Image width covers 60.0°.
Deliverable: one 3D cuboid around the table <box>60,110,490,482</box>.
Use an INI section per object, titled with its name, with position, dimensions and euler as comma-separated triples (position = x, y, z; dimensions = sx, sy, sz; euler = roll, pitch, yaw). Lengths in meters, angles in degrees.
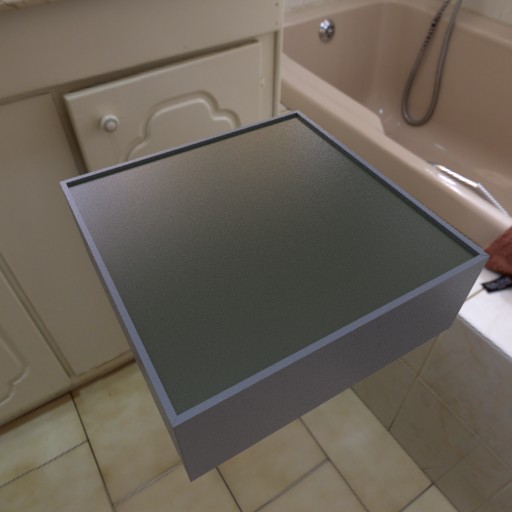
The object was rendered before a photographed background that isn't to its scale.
[table]
position = 0.000, 0.000, 1.245
dimensions = 0.801, 0.299, 0.801
euler = -23, 51, -20
